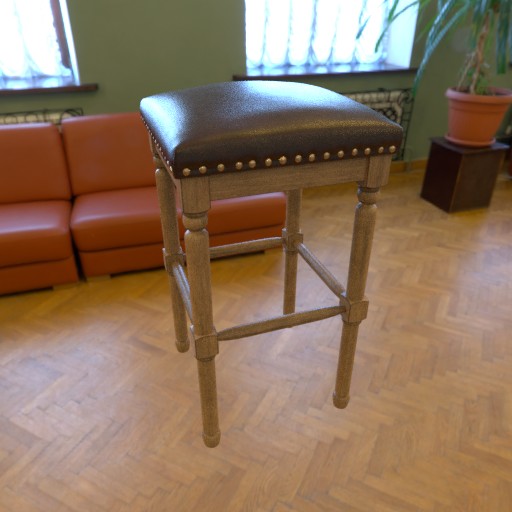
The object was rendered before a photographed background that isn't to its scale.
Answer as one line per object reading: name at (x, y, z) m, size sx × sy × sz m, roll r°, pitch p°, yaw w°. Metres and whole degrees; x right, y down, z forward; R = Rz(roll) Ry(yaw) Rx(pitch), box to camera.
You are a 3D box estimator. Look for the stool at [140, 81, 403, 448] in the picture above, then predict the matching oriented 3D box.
stool at (0.000, 0.000, 0.964) m, size 0.382 × 0.702 × 0.383 m, roll -10°, pitch 32°, yaw -17°
